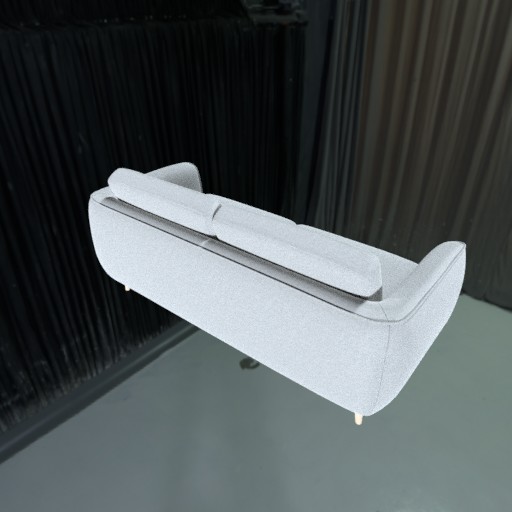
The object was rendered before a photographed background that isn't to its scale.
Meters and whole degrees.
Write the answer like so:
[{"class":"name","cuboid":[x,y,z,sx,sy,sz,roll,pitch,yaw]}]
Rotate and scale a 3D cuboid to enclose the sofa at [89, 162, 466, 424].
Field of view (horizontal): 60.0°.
[{"class":"sofa","cuboid":[0.000,0.000,2.473,2.000,0.850,0.920,22,37,33]}]
